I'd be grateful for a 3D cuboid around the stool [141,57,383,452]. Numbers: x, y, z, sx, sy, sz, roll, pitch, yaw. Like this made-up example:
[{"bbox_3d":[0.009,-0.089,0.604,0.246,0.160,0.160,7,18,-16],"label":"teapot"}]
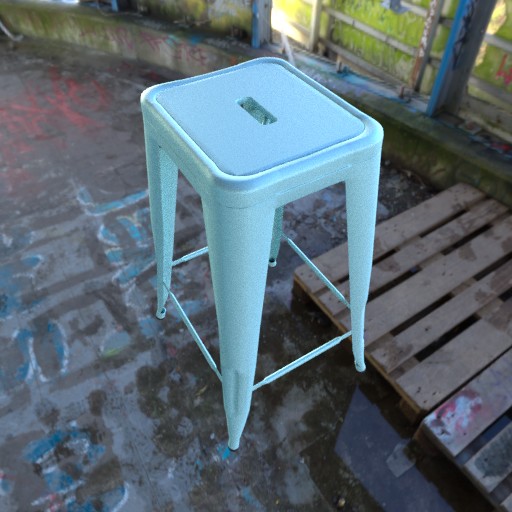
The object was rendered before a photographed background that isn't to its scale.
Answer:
[{"bbox_3d":[0.000,0.000,0.844,0.359,0.609,0.399,-24,52,-21],"label":"stool"}]
